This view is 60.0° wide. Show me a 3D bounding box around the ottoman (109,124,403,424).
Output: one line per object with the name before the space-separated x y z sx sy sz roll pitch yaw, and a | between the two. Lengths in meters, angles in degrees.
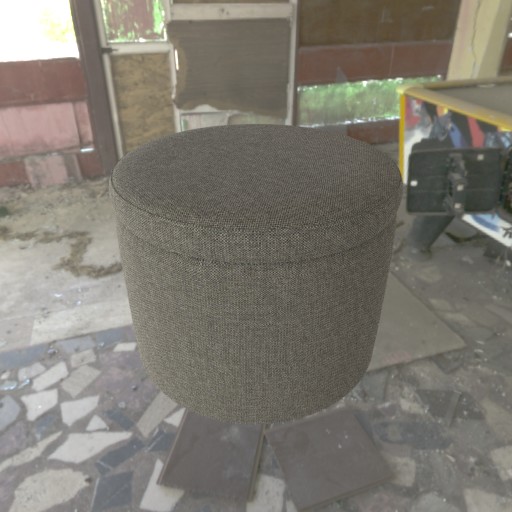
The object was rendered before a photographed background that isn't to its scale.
ottoman | 0.000 0.000 0.902 0.520 0.430 0.520 0 32 0
